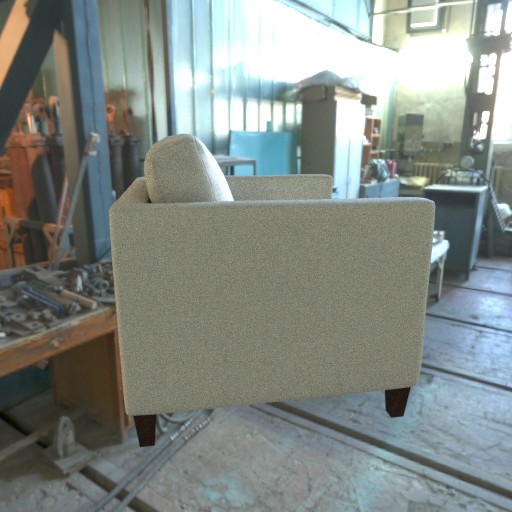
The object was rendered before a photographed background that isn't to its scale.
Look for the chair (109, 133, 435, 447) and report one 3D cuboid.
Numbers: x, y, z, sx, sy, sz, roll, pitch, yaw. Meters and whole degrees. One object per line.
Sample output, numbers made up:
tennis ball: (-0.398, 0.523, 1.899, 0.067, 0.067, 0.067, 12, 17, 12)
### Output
chair: (0.000, 0.000, 1.715, 0.959, 0.919, 0.996, -3, 15, -10)
